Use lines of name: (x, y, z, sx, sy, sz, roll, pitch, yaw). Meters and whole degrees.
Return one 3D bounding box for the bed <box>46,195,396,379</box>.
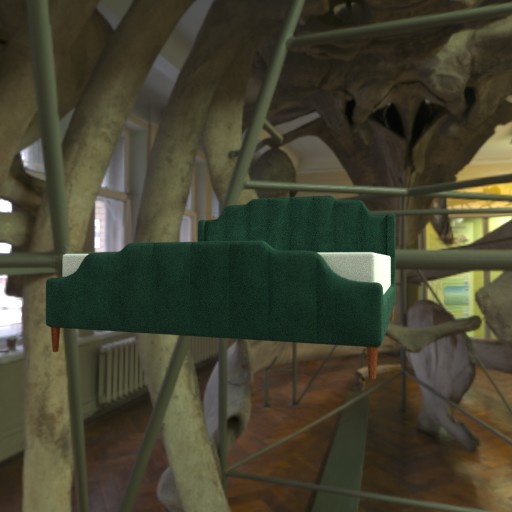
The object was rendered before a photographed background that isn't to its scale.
bed: (0.000, 0.000, 3.562, 2.074, 1.245, 2.340, 0, -1, 19)
